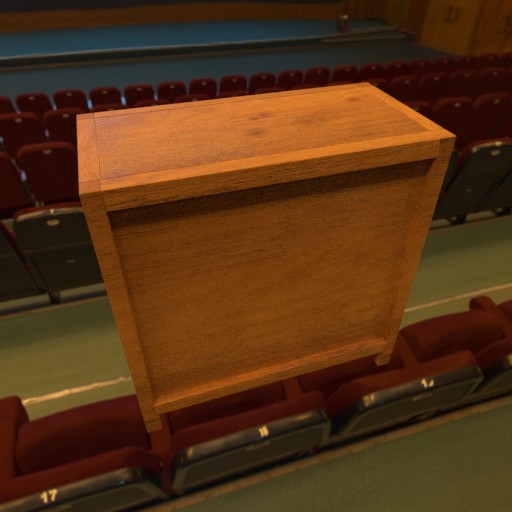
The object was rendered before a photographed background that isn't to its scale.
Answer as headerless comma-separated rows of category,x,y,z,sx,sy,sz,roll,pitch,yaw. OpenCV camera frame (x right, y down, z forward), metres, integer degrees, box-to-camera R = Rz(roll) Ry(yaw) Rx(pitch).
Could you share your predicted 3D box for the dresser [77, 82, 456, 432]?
dresser,0.000,0.000,1.296,0.804,0.804,0.427,-12,40,-14
